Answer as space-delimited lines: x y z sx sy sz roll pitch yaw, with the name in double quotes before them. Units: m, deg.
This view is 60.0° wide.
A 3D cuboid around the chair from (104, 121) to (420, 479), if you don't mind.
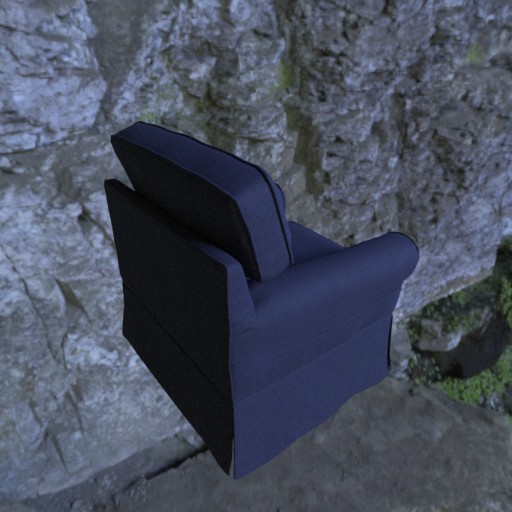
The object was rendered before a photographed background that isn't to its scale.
"chair" 0.000 0.000 1.998 1.002 1.140 1.119 -17 31 -31
